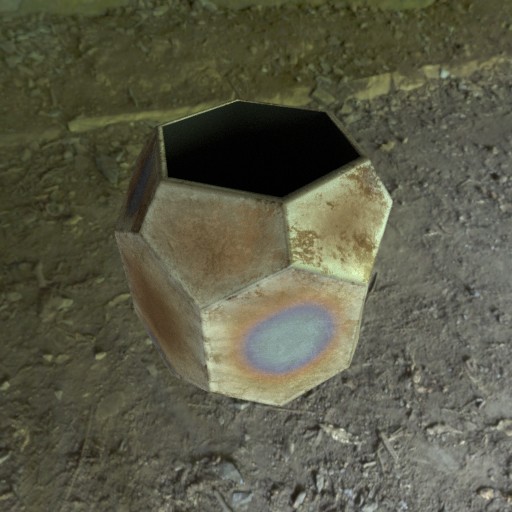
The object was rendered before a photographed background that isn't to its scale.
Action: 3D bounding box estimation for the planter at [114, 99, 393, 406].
[{"bbox_3d":[0.000,0.000,0.423,0.221,0.238,0.243,12,42,14],"label":"planter"}]
